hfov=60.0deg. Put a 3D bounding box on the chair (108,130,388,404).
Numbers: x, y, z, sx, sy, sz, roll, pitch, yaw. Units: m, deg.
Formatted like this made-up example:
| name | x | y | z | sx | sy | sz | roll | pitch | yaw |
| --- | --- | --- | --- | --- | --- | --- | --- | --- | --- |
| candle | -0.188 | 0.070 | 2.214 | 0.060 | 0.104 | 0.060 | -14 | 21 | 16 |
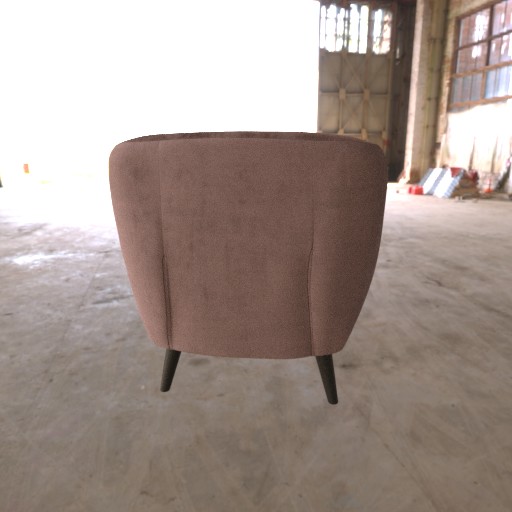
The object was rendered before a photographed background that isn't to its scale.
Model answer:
| name | x | y | z | sx | sy | sz | roll | pitch | yaw |
| --- | --- | --- | --- | --- | --- | --- | --- | --- | --- |
| chair | 0.000 | 0.000 | 1.555 | 0.840 | 0.820 | 0.820 | 2 | 14 | 7 |
